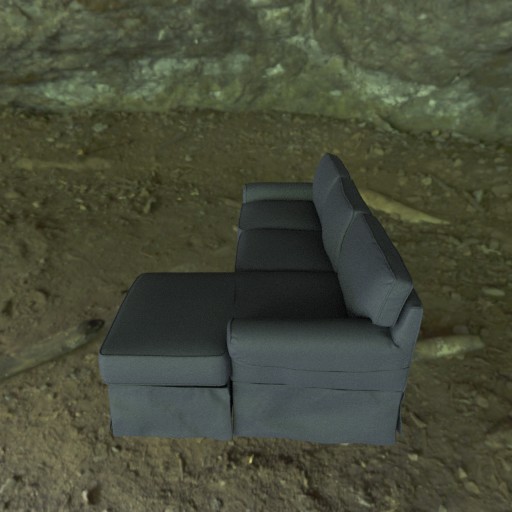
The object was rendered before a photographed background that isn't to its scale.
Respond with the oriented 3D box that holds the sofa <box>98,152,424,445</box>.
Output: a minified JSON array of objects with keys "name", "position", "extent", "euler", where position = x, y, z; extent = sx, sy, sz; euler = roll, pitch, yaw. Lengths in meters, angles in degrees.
[{"name":"sofa","position":[0.000,0.000,3.309],"extent":[1.637,1.039,2.518],"euler":[0,27,1]}]
